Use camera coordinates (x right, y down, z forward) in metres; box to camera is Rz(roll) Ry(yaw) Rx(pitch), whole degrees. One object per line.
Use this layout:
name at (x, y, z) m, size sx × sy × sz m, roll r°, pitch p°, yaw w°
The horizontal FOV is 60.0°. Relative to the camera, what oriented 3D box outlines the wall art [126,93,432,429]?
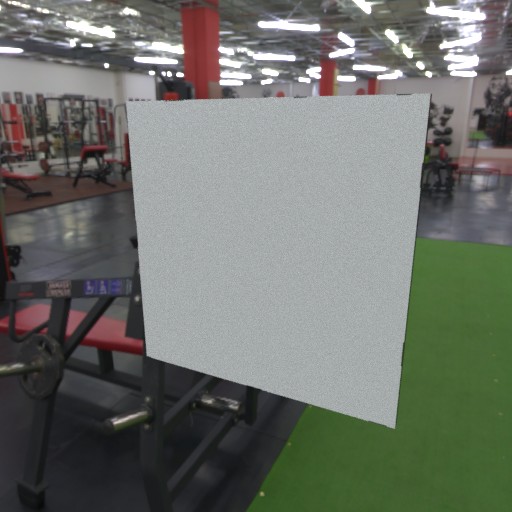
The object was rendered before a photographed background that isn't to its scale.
wall art at (0.000, 0.000, 0.662) m, size 0.446 × 0.445 × 0.014 m, roll 8°, pitch 19°, yaw 26°
